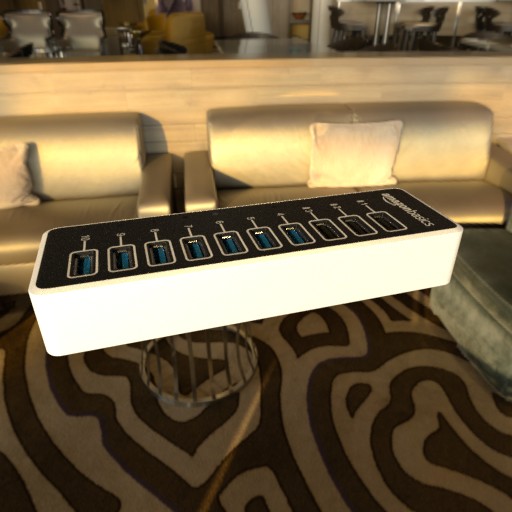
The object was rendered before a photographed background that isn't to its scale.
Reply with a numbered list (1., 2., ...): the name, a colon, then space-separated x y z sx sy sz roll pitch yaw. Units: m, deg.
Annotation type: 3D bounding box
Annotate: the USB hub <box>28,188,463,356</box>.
1. USB hub: 0.000 0.000 0.163 0.145 0.023 0.044 -8 31 -14
